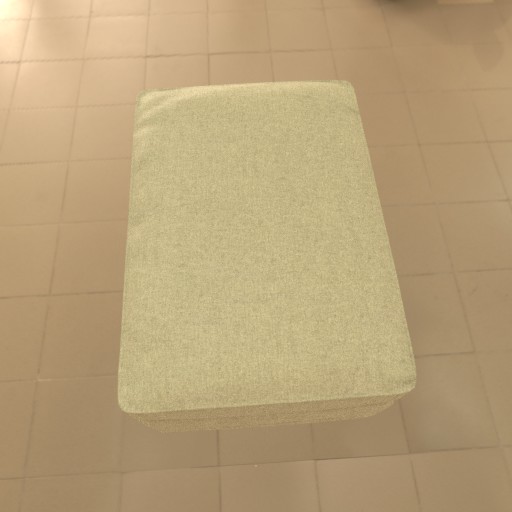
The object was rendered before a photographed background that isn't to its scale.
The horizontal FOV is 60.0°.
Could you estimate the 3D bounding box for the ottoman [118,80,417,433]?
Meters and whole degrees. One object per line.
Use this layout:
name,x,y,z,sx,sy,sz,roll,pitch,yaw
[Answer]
ottoman,0.000,0.000,1.201,0.611,0.508,0.848,-4,65,-2
